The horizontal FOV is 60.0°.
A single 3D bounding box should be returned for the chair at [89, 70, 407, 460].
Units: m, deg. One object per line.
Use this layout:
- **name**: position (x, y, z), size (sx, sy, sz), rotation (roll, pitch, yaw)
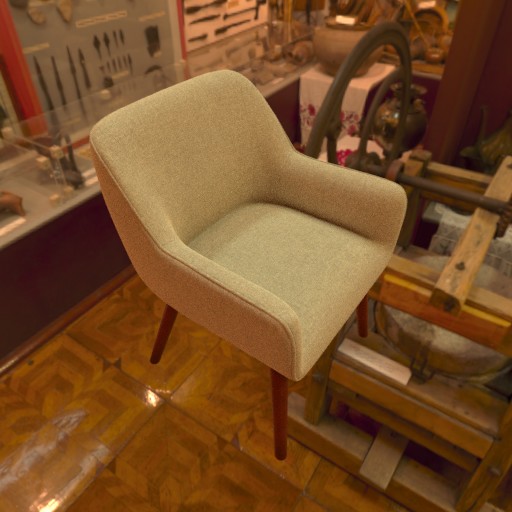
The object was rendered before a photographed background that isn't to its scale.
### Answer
- **chair**: position (0.000, 0.000, 1.247), size (0.610, 0.813, 0.610), rotation (25, 46, 26)
